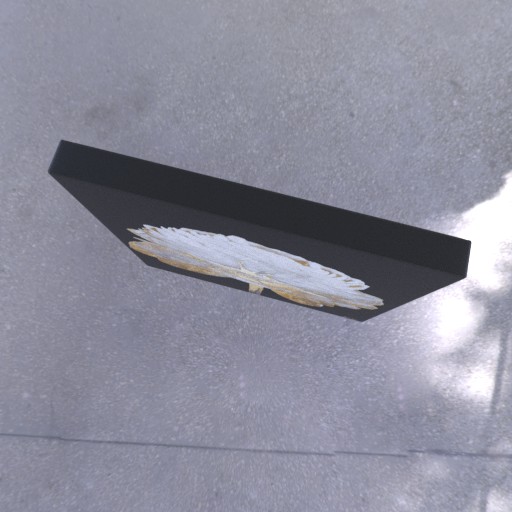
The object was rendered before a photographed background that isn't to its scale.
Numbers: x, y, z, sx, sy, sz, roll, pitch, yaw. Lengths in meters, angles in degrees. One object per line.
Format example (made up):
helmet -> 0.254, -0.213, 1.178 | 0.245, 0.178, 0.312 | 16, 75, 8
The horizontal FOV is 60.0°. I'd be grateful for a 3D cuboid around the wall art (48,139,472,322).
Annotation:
wall art -> 0.000, 0.000, 0.614 | 0.406, 0.407, 0.041 | 14, 76, 4
